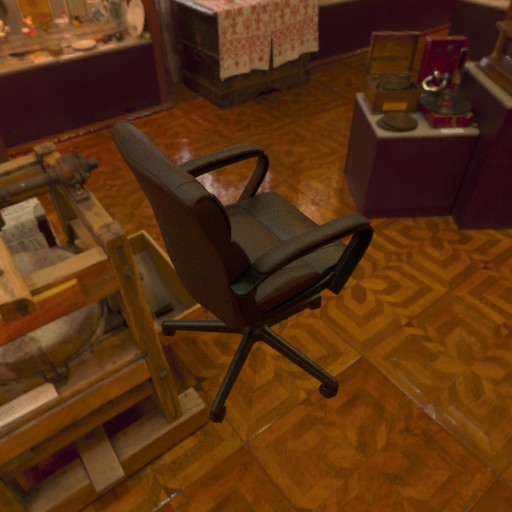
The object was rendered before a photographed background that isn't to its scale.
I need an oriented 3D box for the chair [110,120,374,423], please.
[{"bbox_3d":[0.000,0.000,1.494,0.717,1.004,0.739,-25,48,-25],"label":"chair"}]
